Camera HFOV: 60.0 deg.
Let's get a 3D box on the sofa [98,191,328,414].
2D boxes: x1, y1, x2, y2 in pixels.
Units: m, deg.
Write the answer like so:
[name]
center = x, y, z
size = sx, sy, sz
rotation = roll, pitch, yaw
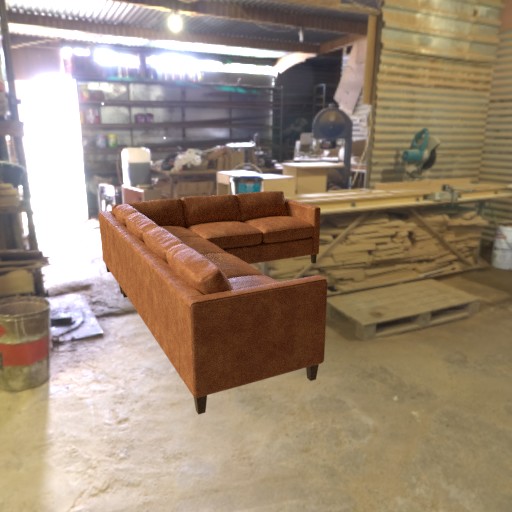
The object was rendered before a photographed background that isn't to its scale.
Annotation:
[sofa]
center = 0.000, 0.000, 4.293
size = 2.438, 0.838, 3.167
rotation = -8, 18, -26
